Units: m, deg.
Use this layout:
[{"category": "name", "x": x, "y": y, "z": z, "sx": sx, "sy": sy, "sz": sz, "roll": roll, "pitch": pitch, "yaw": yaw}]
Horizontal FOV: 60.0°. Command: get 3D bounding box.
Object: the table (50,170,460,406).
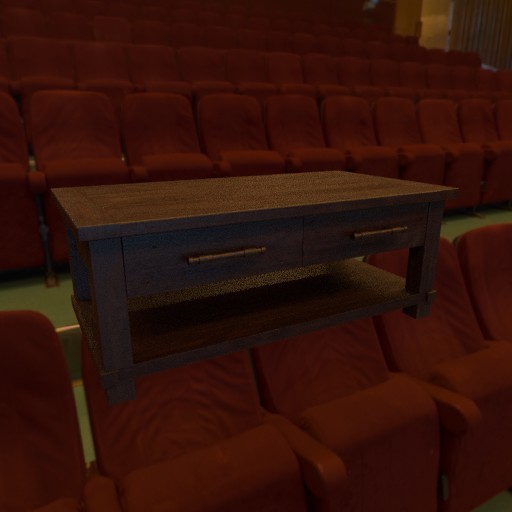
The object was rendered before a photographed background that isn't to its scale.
[{"category": "table", "x": 0.000, "y": 0.000, "z": 1.623, "sx": 1.270, "sy": 0.494, "sz": 0.700, "roll": -9, "pitch": 19, "yaw": -27}]
